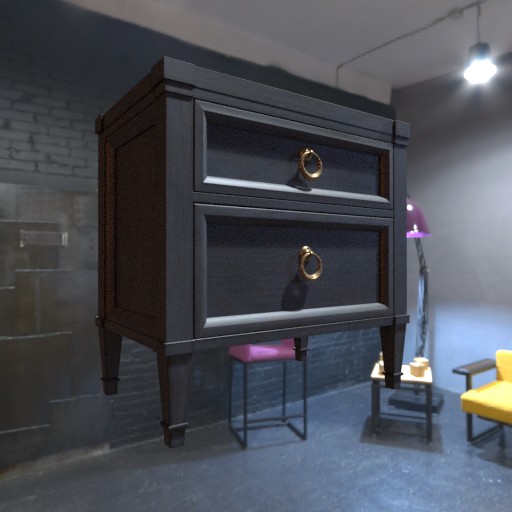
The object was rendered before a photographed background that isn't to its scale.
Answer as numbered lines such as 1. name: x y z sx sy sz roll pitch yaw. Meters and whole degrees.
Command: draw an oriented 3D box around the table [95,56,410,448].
1. table: 0.000 0.000 1.088 0.660 0.660 0.413 0 0 -35
